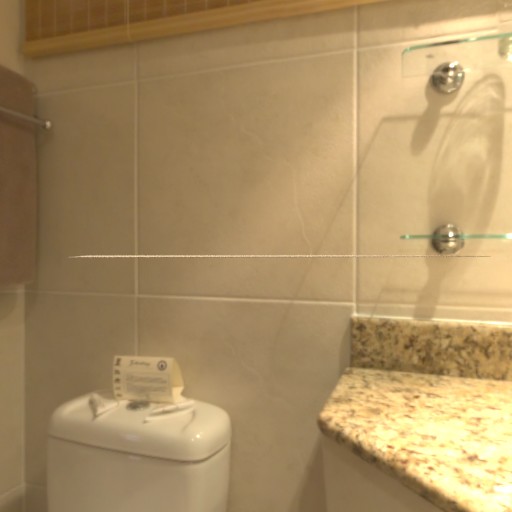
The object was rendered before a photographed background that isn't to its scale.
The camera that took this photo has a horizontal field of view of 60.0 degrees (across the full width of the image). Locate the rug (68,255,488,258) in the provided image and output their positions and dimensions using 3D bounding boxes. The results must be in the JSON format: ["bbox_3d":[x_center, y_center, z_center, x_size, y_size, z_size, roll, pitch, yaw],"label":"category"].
[{"bbox_3d":[0.000,0.000,4.113,3.037,0.004,2.453,0,0,-18],"label":"rug"}]
